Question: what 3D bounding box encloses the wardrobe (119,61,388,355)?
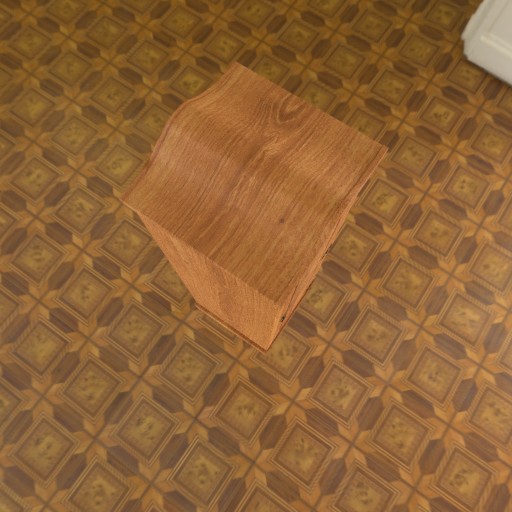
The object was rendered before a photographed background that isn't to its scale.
[{"bbox_3d":[0.000,0.000,2.136,0.570,1.870,0.590,33,76,9],"label":"wardrobe"}]
